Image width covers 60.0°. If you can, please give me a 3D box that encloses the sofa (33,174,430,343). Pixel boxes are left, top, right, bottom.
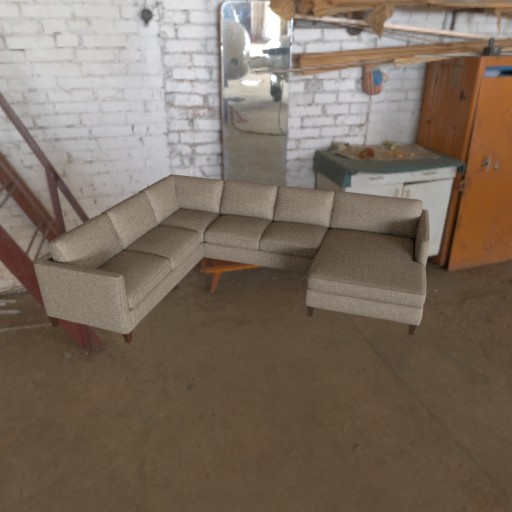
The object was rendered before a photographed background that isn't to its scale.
[{"bbox_3d":[0.000,0.000,4.631,3.403,0.889,2.551,8,28,16],"label":"sofa"}]
